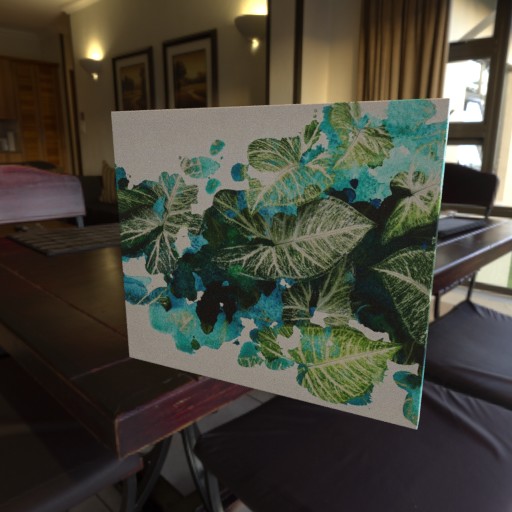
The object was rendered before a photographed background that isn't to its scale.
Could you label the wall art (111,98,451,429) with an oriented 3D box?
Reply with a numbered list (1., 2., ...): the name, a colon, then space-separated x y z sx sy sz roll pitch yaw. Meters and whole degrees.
1. wall art: 0.000 0.000 0.953 0.711 0.610 0.043 7 15 25
